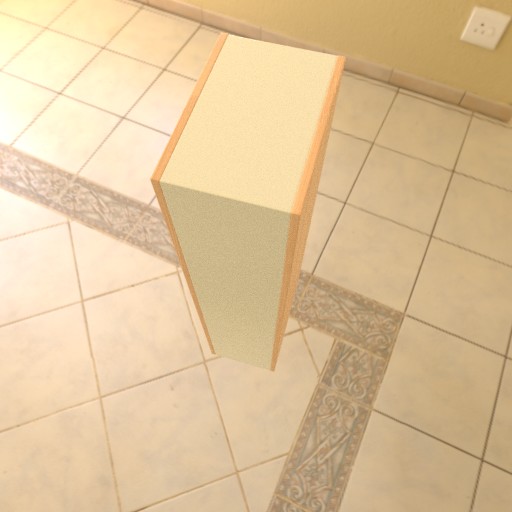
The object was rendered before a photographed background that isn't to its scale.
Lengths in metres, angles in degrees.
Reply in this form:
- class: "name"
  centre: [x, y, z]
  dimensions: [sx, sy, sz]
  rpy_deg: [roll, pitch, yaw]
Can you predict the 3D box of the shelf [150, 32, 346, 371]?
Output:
- class: "shelf"
  centre: [0.000, 0.000, 1.005]
  dimensions: [0.197, 0.882, 0.290]
  rpy_deg: [14, 64, 7]
